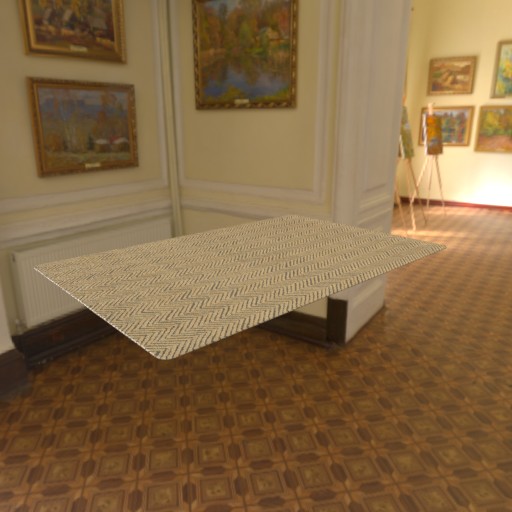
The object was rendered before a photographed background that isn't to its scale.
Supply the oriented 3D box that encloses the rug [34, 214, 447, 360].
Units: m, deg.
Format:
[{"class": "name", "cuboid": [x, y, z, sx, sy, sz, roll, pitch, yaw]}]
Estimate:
[{"class": "rug", "cuboid": [0.000, 0.000, 2.204, 1.752, 0.008, 1.144, -15, 23, -40]}]
